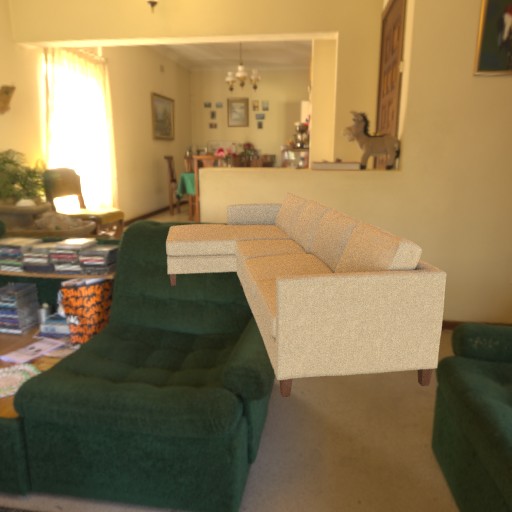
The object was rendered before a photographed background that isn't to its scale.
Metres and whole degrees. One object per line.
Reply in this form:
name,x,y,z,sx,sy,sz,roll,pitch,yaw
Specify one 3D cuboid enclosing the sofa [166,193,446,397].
sofa,0.000,0.000,3.846,1.625,0.846,3.186,-2,14,-8
